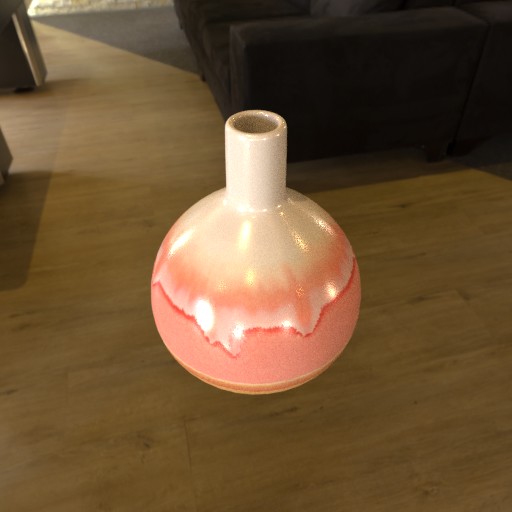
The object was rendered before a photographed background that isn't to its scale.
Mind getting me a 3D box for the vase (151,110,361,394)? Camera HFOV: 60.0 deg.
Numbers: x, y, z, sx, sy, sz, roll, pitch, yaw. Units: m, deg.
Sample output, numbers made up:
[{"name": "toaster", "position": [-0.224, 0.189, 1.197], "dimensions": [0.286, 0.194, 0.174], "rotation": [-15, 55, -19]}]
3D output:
[{"name": "vase", "position": [0.000, 0.000, 0.276], "dimensions": [0.137, 0.176, 0.137], "rotation": [0, 42, 0]}]
